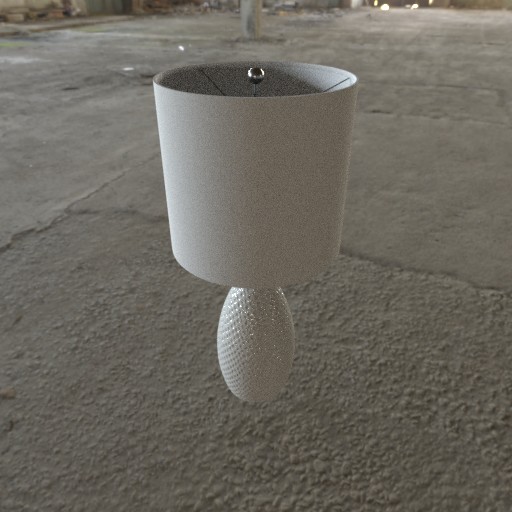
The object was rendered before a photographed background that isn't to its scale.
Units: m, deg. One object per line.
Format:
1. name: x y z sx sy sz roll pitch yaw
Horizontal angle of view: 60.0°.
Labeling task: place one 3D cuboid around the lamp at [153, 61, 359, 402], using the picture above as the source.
1. lamp: 0.000 0.000 0.588 0.214 0.466 0.214 10 33 17
